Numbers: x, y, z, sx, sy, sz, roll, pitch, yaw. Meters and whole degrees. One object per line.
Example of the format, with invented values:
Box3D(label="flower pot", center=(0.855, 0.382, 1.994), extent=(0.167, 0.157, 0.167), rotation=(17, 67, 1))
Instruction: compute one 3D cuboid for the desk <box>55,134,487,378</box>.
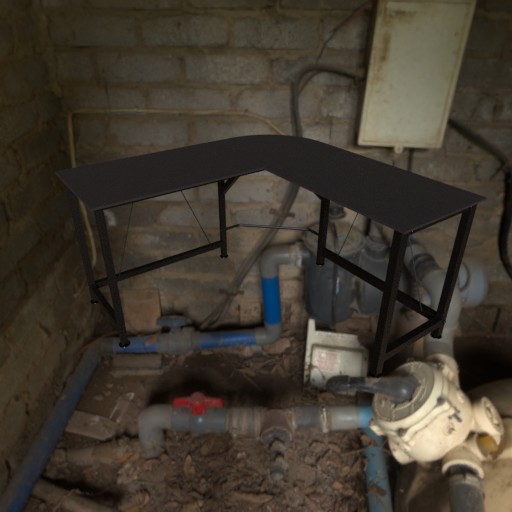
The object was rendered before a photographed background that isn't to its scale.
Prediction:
Box3D(label="desk", center=(0.000, 0.000, 2.204), extent=(1.400, 0.762, 1.400), rotation=(-20, 36, -30))
